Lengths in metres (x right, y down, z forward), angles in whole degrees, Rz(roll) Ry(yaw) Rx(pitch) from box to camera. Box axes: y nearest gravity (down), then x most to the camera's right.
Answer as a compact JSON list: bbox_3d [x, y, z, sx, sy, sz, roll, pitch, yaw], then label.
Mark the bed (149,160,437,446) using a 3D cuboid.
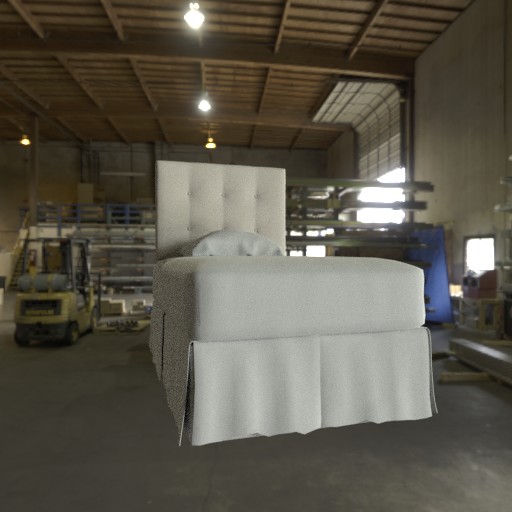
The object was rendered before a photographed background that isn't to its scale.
[{"bbox_3d":[0.000,0.000,2.898,1.261,1.571,1.997,0,0,-18],"label":"bed"}]
